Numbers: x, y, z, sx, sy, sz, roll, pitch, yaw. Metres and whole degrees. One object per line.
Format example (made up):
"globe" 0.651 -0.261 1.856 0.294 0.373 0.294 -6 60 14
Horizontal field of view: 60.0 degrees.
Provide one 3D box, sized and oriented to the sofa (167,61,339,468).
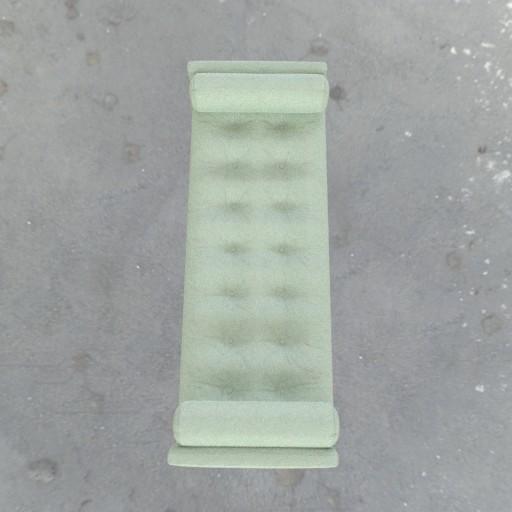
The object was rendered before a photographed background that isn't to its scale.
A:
"sofa" 0.000 0.000 2.505 0.796 0.705 2.102 1 77 0
